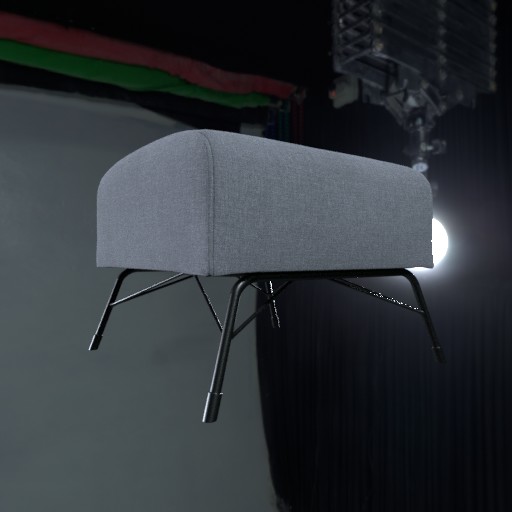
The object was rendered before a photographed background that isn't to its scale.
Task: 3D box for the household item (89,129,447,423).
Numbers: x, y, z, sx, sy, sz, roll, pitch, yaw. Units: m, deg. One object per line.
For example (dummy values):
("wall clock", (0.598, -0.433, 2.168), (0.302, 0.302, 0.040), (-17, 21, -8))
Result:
("household item", (0.000, 0.000, 0.911), (0.530, 0.410, 0.530), (0, 0, -36))
